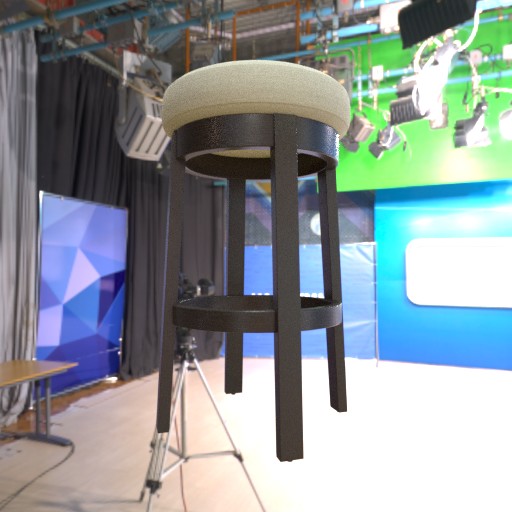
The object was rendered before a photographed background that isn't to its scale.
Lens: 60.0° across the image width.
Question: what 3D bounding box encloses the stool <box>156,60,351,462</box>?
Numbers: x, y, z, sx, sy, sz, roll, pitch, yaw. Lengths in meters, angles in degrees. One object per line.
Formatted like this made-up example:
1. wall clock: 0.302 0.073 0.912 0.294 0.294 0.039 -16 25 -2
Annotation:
1. stool: 0.000 0.000 1.022 0.446 0.758 0.446 0 0 0
